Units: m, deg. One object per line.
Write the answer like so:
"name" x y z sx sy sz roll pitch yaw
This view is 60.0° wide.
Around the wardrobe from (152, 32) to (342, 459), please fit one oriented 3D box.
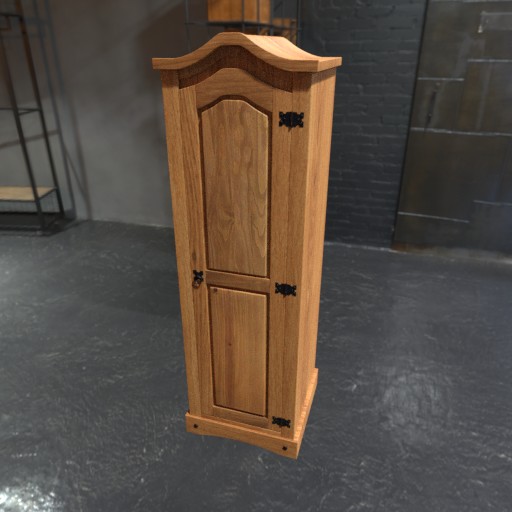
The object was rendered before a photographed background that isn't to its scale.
"wardrobe" 0.000 0.000 2.091 0.590 1.870 0.570 8 26 16
